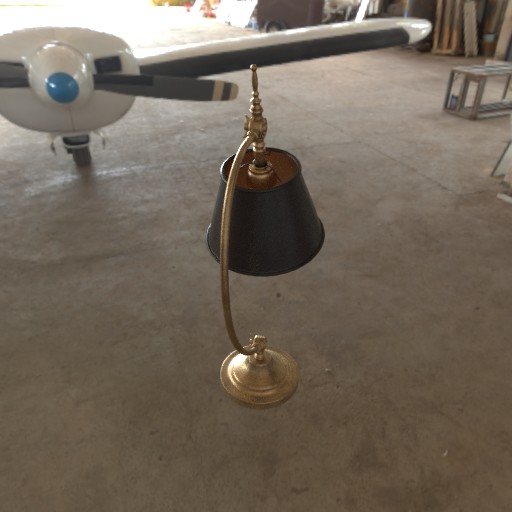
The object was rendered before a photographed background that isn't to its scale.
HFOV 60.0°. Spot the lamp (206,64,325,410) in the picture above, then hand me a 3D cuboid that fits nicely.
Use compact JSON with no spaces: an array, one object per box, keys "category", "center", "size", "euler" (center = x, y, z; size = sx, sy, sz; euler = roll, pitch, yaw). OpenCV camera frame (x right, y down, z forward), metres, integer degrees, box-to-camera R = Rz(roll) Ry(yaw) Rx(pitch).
[{"category":"lamp","center":[0.000,0.000,0.838],"size":[0.235,0.675,0.344],"euler":[10,33,15]}]
